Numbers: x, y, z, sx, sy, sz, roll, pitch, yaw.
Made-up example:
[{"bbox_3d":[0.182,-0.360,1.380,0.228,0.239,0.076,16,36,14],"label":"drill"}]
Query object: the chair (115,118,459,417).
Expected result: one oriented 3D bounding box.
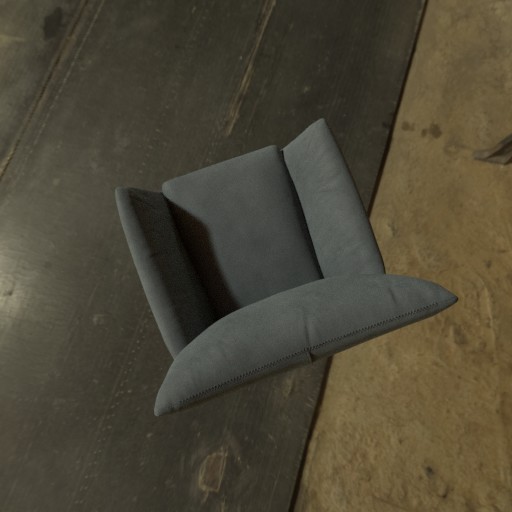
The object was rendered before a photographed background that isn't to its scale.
[{"bbox_3d":[0.000,0.000,1.386,0.678,0.858,0.709,-20,77,-5],"label":"chair"}]
